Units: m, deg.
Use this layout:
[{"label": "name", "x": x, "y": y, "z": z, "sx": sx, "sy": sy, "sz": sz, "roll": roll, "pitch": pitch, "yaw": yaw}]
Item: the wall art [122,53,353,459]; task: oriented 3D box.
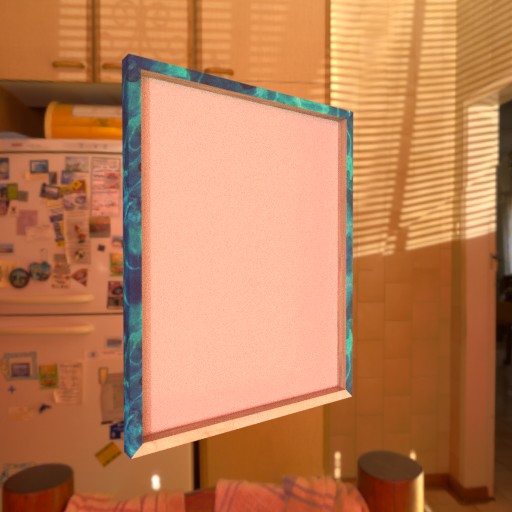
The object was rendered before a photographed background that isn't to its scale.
[{"label": "wall art", "x": 0.000, "y": 0.000, "z": 1.022, "sx": 0.609, "sy": 0.760, "sz": 0.038, "roll": -1, "pitch": 1, "yaw": -36}]
